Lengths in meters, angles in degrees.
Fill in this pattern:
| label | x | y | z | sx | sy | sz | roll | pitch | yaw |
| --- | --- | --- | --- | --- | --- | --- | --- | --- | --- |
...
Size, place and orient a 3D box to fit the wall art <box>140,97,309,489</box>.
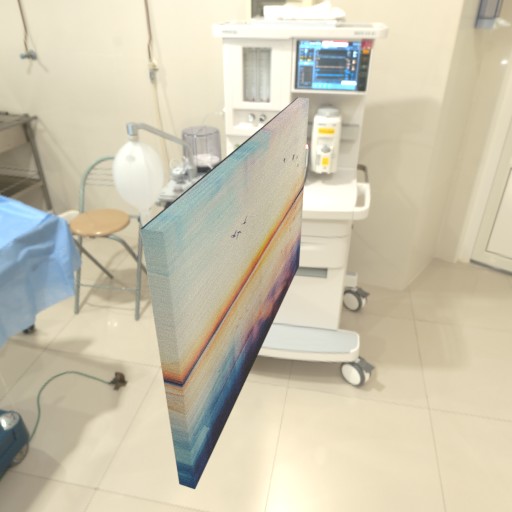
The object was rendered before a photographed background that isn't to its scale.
| label | x | y | z | sx | sy | sz | roll | pitch | yaw |
| --- | --- | --- | --- | --- | --- | --- | --- | --- | --- |
| wall art | 0.000 | 0.000 | 1.138 | 0.037 | 0.605 | 0.911 | 10 | 33 | 16 |
